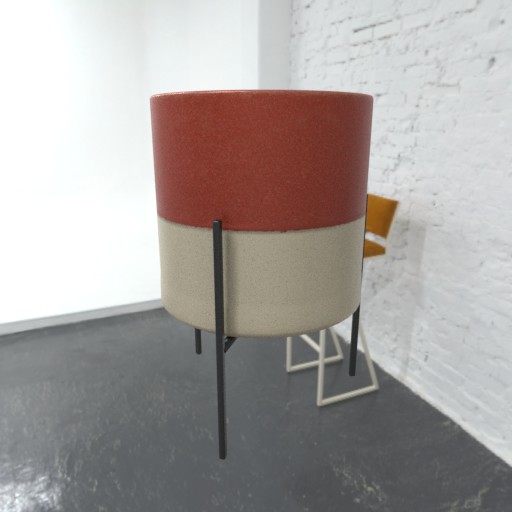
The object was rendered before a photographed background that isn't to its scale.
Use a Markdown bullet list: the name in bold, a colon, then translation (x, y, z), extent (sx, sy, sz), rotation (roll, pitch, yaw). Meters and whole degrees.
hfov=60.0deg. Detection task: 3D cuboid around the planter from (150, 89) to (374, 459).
- **planter**: translation (0.000, 0.000, 0.527), extent (0.235, 0.354, 0.251), rotation (-15, 22, -42)
